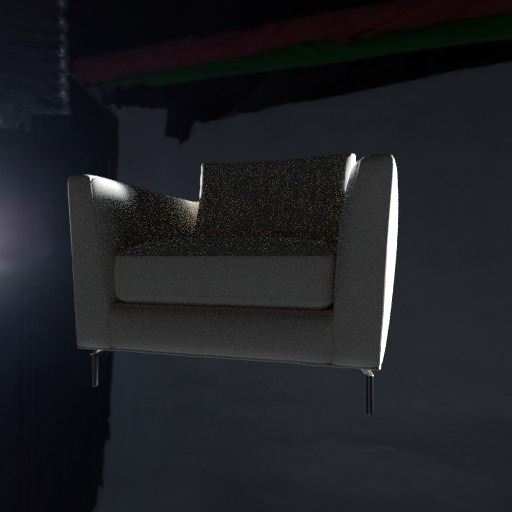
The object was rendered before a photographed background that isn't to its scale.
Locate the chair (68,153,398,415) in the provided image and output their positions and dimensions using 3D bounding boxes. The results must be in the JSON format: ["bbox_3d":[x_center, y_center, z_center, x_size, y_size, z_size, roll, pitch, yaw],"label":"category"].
[{"bbox_3d":[0.000,0.000,1.708,1.041,0.865,0.889,0,0,18],"label":"chair"}]
